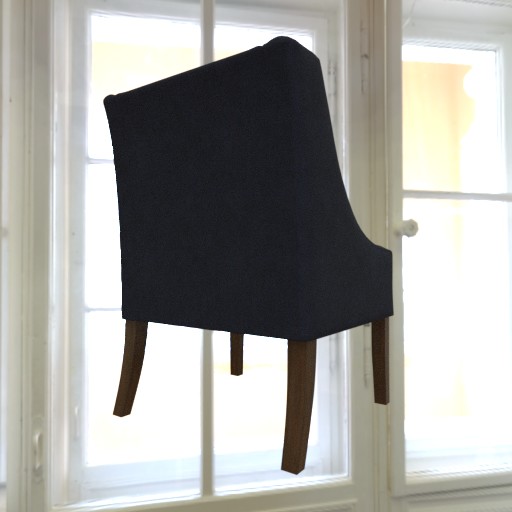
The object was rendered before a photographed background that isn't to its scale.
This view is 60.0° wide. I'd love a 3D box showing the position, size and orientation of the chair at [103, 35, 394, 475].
[{"bbox_3d":[0.000,0.000,1.299,0.629,0.895,0.629,0,0,36],"label":"chair"}]
